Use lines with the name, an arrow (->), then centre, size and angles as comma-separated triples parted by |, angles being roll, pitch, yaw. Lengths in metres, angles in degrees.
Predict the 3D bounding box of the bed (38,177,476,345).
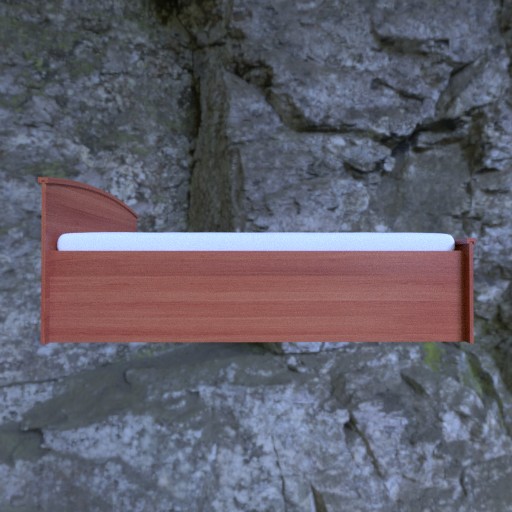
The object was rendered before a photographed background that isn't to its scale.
bed -> 0.000, 0.000, 2.914 | 2.053, 0.848, 1.683 | 0, -1, -1
